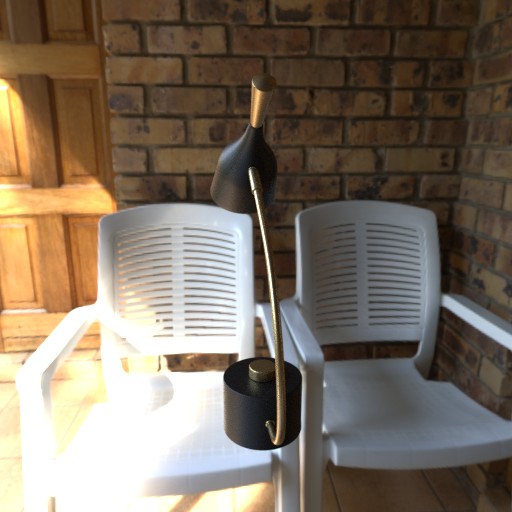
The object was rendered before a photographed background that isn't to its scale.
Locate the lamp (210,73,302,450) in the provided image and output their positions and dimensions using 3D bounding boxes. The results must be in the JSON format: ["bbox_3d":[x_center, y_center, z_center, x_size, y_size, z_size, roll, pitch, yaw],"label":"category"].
[{"bbox_3d":[0.000,0.000,0.620,0.110,0.464,0.352,-2,15,-9],"label":"lamp"}]
